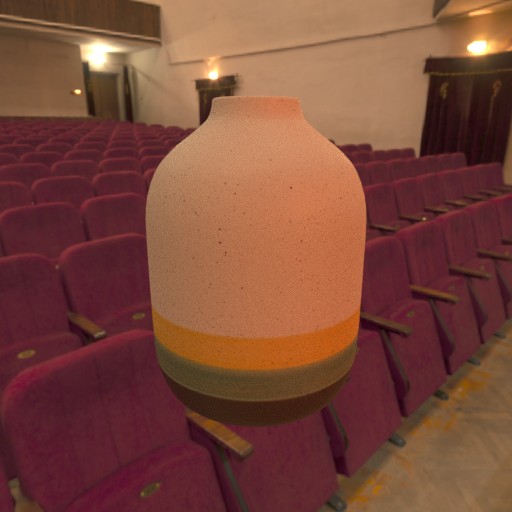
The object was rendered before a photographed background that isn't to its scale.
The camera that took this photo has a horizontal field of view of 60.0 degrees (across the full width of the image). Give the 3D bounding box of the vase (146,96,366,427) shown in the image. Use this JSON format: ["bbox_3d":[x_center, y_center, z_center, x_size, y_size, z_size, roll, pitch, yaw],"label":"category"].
[{"bbox_3d":[0.000,0.000,0.358,0.169,0.240,0.169,0,17,0],"label":"vase"}]
